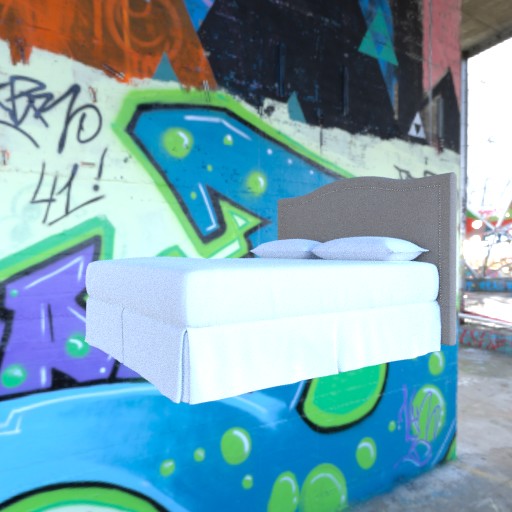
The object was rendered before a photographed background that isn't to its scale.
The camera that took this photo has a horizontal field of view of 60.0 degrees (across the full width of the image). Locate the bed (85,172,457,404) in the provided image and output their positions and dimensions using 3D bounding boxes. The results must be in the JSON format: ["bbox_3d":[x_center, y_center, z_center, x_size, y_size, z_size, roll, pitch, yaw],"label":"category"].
[{"bbox_3d":[0.000,0.000,3.501,2.182,1.421,2.083,0,1,-35],"label":"bed"}]
